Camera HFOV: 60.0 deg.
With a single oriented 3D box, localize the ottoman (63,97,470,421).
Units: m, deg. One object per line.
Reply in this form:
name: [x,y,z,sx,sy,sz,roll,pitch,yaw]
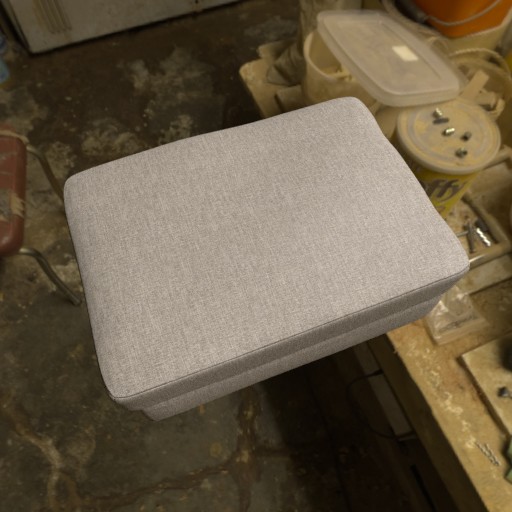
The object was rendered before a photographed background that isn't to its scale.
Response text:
ottoman: [0.000,0.000,1.253,0.873,0.494,0.639,-19,63,-10]
